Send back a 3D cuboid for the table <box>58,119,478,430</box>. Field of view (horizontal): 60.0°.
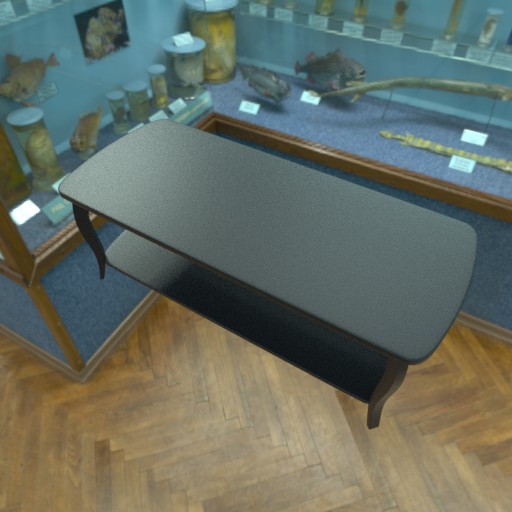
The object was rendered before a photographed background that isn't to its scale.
[{"bbox_3d":[0.000,0.000,1.592,1.333,0.457,0.571,24,51,21],"label":"table"}]
